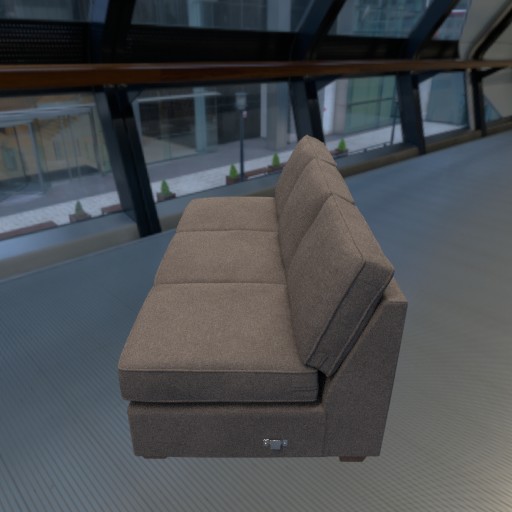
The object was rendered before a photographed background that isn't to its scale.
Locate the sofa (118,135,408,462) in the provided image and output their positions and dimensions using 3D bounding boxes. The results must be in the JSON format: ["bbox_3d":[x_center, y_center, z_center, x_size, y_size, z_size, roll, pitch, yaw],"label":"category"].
[{"bbox_3d":[0.000,0.000,2.452,1.027,0.973,1.962,0,26,0],"label":"sofa"}]
